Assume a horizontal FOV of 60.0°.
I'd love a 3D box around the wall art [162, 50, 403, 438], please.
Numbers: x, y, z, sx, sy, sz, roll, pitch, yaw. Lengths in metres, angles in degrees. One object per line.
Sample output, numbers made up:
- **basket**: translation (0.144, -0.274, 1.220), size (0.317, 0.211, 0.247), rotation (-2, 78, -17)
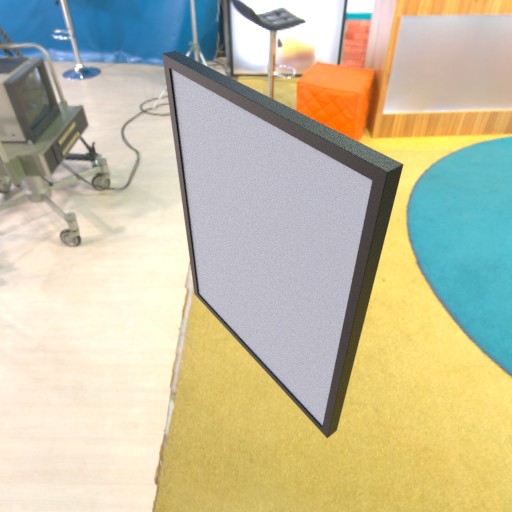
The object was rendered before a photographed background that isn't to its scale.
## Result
- **wall art**: translation (0.000, 0.000, 0.544), size (0.018, 0.397, 0.325), rotation (-27, 48, -27)
